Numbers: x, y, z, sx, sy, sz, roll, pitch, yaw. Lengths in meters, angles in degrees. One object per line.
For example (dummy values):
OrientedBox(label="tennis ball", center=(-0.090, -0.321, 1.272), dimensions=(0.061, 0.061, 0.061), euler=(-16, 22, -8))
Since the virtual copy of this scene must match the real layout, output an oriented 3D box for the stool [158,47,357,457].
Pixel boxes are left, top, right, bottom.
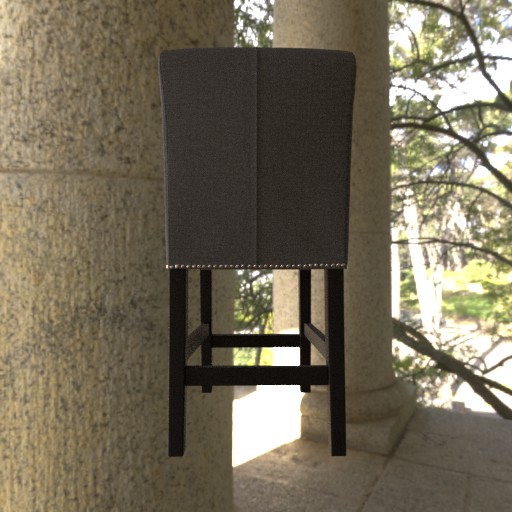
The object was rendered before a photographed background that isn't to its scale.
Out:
OrientedBox(label="stool", center=(0.000, 0.000, 1.195), dimensions=(0.427, 0.885, 0.571), euler=(0, -1, -1))
